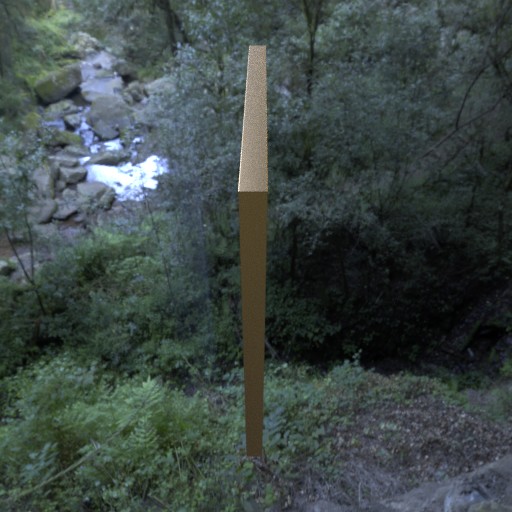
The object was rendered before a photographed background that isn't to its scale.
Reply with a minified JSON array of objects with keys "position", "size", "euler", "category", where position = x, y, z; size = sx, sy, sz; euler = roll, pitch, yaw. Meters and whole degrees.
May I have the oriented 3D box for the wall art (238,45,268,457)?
[{"position":[0.000,0.000,1.051],"size":[0.038,0.762,0.610],"euler":[0,42,1],"category":"wall art"}]
